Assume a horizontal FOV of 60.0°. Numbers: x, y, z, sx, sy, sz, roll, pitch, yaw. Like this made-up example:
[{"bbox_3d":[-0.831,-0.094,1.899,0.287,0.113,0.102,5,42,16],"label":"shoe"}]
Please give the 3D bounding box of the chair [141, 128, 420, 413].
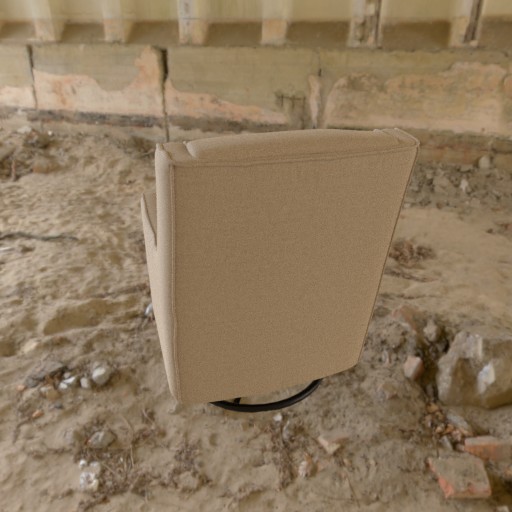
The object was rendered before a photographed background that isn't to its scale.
[{"bbox_3d":[0.000,0.000,1.599,0.732,0.993,0.879,-8,27,-16],"label":"chair"}]
